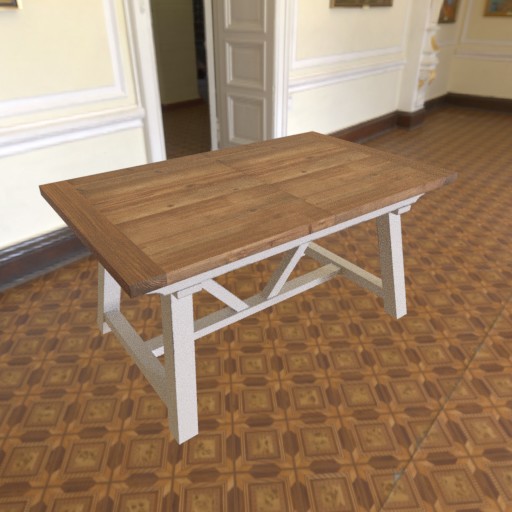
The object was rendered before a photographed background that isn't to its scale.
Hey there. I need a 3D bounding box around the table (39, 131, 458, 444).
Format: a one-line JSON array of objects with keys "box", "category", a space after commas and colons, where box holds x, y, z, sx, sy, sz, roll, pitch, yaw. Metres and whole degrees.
[{"box": [0.000, 0.000, 2.040, 1.503, 0.743, 0.922, -20, 35, -31], "category": "table"}]
